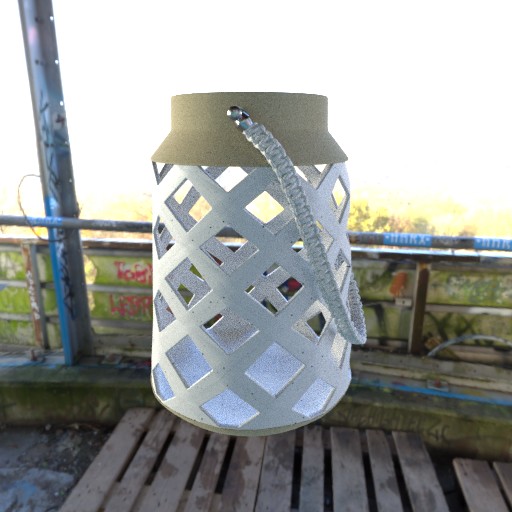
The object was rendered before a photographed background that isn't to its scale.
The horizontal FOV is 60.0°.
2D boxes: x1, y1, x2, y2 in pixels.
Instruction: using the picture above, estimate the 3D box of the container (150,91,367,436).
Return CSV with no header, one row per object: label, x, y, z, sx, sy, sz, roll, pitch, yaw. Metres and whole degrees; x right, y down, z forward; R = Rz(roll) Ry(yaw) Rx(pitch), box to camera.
container,0.000,0.000,0.390,0.198,0.264,0.188,3,17,9
